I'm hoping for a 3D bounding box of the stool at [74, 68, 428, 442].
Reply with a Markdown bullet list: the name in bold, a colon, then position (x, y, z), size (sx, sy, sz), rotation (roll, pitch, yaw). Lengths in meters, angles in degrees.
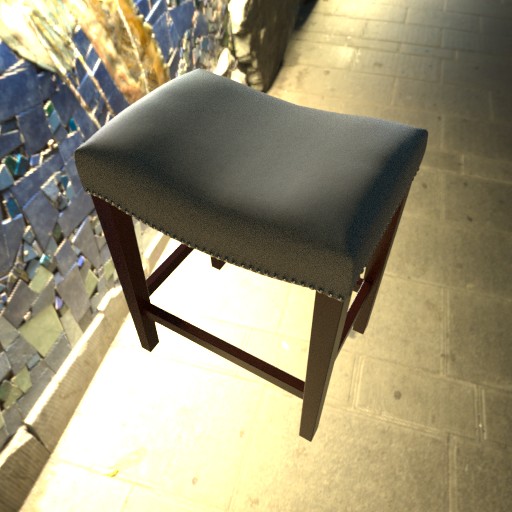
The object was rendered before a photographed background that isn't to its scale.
- **stool**: position (0.000, 0.000, 0.965), size (0.509, 0.632, 0.375), rotation (23, 51, 20)
